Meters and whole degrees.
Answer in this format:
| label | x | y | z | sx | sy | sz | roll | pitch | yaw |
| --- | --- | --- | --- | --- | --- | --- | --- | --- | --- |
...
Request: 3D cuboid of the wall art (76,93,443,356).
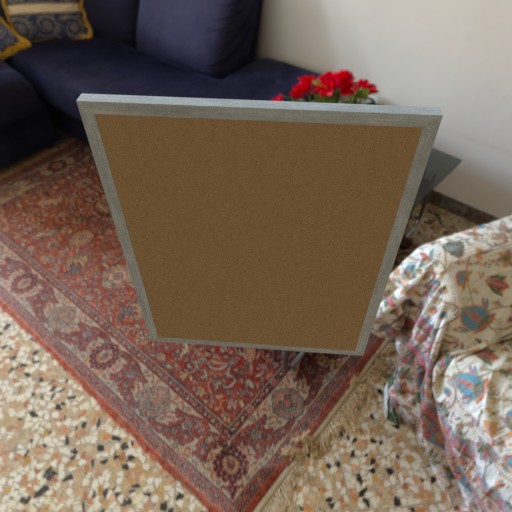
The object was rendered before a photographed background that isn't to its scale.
| label | x | y | z | sx | sy | sz | roll | pitch | yaw |
| --- | --- | --- | --- | --- | --- | --- | --- | --- | --- |
| wall art | 0.000 | 0.000 | 0.796 | 0.479 | 0.582 | 0.022 | 3 | 47 | 3 |
